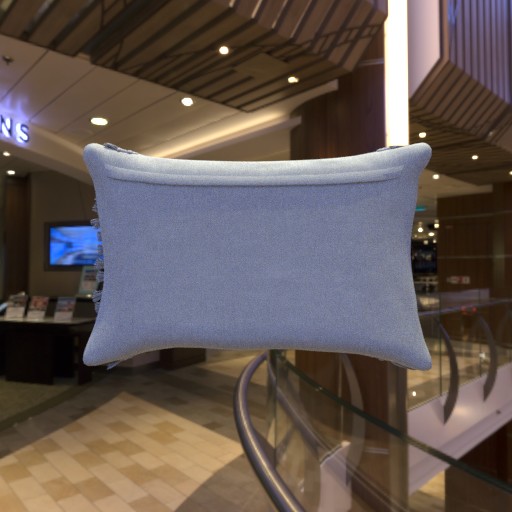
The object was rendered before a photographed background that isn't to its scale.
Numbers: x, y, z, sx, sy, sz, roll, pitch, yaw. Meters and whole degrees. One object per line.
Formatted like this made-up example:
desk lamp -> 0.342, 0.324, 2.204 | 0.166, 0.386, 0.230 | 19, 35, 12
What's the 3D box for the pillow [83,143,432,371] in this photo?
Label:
pillow -> 0.000, 0.000, 0.590 | 0.466, 0.305, 0.084 | 0, -2, 1
